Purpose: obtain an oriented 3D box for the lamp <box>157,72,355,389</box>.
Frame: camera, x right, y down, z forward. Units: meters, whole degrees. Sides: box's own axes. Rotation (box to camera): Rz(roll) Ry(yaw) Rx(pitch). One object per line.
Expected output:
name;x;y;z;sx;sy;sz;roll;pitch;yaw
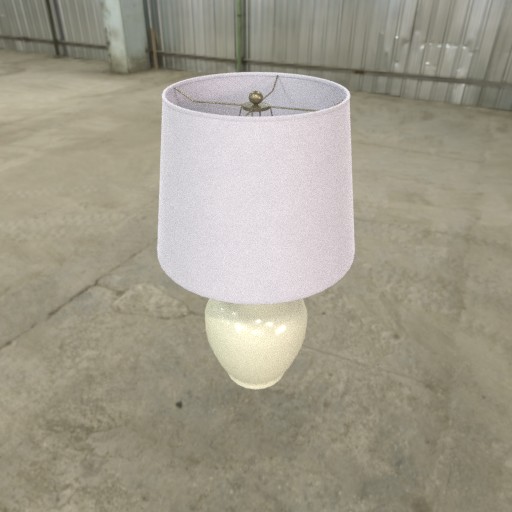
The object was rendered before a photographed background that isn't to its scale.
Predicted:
lamp;0.000;0.000;0.558;0.239;0.399;0.239;0;33;0
